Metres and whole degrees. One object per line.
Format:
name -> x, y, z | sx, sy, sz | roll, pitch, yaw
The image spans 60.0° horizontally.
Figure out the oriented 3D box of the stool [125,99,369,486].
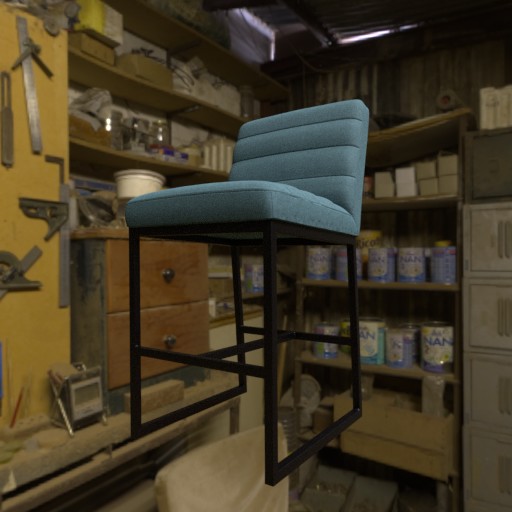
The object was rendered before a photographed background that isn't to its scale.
stool -> 0.000, 0.000, 1.234 | 0.460, 0.940, 0.560 | 0, 0, 35
